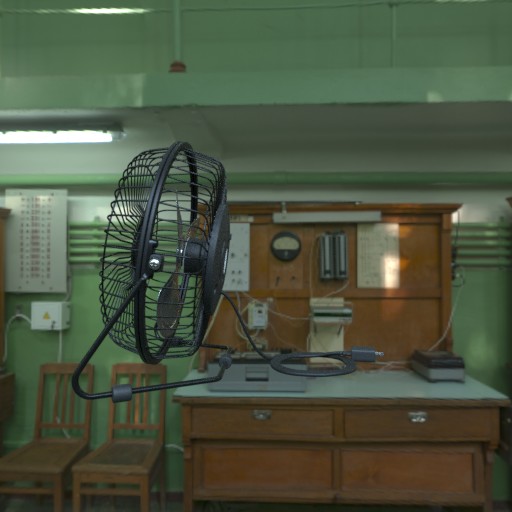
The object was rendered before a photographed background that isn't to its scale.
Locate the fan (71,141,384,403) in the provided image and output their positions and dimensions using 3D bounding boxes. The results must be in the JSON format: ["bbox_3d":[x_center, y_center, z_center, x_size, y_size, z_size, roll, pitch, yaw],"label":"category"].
[{"bbox_3d":[0.000,0.000,0.372,0.227,0.188,0.209,0,0,1],"label":"fan"}]
